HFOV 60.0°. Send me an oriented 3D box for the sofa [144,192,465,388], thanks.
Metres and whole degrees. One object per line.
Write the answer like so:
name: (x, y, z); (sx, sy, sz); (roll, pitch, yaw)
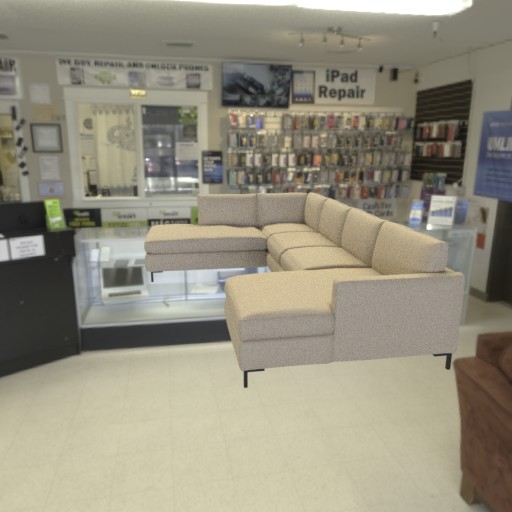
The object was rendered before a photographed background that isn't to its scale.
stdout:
sofa: (0.000, 0.000, 3.572); (1.879, 0.756, 2.737); (-2, 14, -9)
